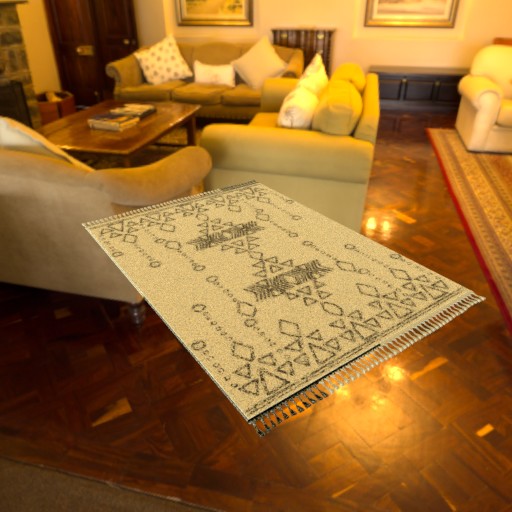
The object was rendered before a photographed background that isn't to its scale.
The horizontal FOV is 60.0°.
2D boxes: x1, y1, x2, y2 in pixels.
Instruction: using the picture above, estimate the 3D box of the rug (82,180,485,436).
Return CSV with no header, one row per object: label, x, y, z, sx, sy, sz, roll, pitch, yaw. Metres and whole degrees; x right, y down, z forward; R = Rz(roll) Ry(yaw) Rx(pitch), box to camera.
rug,0.000,0.000,2.954,1.600,0.013,2.312,-20,36,-30
